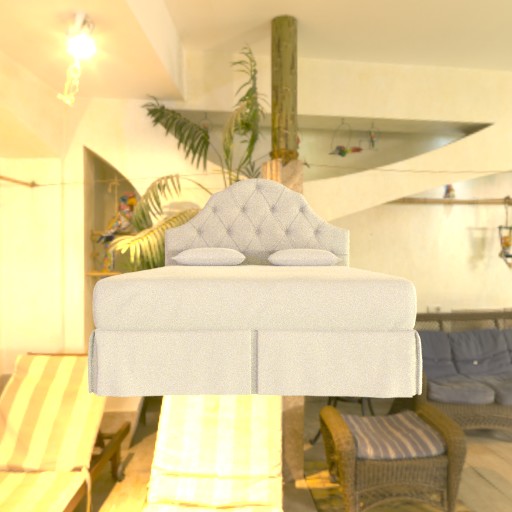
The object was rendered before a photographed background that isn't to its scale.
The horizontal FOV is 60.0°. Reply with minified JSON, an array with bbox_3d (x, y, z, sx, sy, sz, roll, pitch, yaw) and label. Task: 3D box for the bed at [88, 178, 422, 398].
[{"bbox_3d":[0.000,0.000,3.642,2.008,1.615,2.214,0,1,1],"label":"bed"}]
